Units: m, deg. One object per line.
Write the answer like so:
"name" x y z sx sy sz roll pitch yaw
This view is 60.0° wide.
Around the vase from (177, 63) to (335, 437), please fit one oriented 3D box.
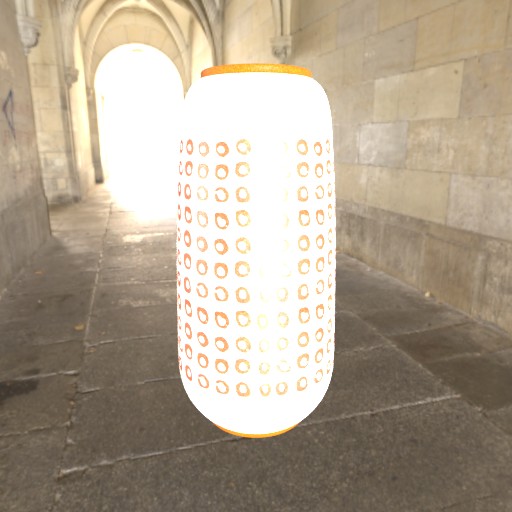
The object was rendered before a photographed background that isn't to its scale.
"vase" 0.000 0.000 0.365 0.133 0.282 0.133 0 14 0
